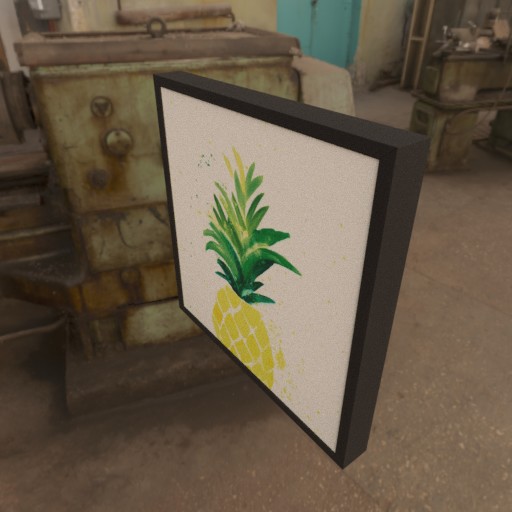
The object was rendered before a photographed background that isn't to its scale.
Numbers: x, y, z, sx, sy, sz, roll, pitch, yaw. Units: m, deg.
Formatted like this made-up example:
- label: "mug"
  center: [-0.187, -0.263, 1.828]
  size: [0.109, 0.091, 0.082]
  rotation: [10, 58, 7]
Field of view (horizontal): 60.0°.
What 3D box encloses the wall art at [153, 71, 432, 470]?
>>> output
- label: "wall art"
  center: [0.000, 0.000, 0.442]
  size: [0.033, 0.304, 0.305]
  rotation: [-22, 38, -31]
